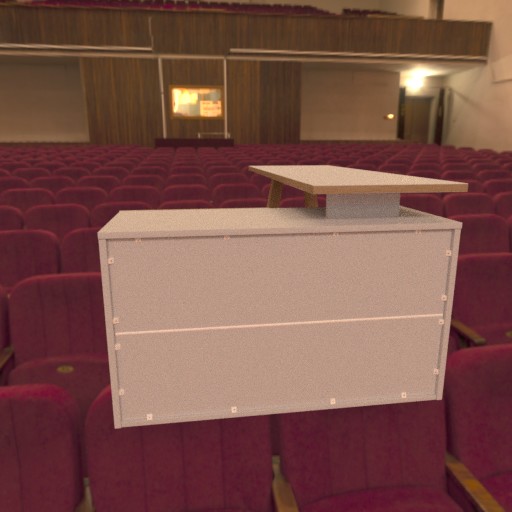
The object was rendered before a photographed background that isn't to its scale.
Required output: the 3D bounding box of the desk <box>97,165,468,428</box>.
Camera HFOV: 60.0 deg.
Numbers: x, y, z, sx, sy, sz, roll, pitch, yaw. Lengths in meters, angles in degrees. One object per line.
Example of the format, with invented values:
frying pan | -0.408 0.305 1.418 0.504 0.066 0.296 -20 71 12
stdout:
desk | 0.000 0.000 2.034 1.098 0.755 1.404 -2 14 -8
